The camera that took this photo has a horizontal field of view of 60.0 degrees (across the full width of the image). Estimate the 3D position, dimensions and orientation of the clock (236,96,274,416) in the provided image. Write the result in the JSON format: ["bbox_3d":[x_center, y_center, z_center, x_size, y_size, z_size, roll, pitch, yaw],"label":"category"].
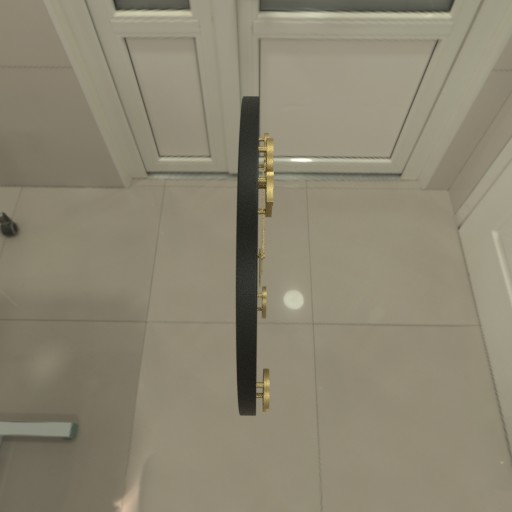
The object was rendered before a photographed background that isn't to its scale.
[{"bbox_3d":[0.000,0.000,0.669,0.038,0.454,0.454,1,62,0],"label":"clock"}]
